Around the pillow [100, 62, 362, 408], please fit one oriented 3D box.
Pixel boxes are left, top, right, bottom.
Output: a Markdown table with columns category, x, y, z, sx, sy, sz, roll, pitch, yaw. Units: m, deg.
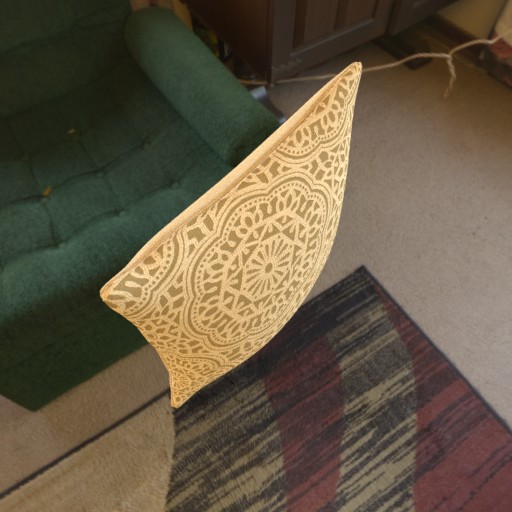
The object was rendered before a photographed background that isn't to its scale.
| category | x | y | z | sx | sy | sz | roll | pitch | yaw |
| --- | --- | --- | --- | --- | --- | --- | --- | --- | --- |
| pillow | 0.000 | 0.000 | 0.652 | 0.167 | 0.421 | 0.438 | 34 | 64 | 19 |
